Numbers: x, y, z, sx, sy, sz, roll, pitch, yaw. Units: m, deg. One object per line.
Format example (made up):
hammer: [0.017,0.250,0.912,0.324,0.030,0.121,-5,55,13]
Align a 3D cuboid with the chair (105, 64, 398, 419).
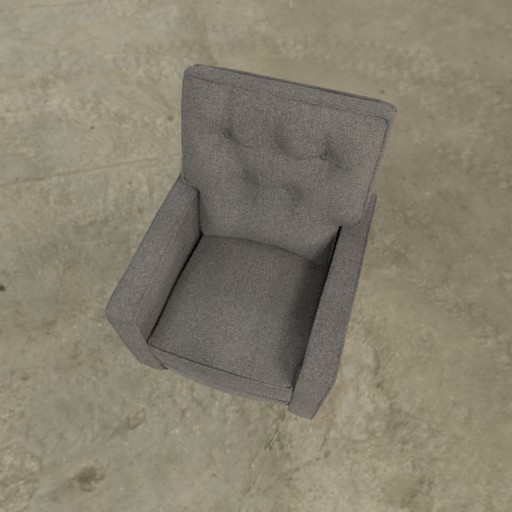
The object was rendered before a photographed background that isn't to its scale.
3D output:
chair: [0.000,0.000,1.411,0.650,0.889,0.775,15,60,9]
